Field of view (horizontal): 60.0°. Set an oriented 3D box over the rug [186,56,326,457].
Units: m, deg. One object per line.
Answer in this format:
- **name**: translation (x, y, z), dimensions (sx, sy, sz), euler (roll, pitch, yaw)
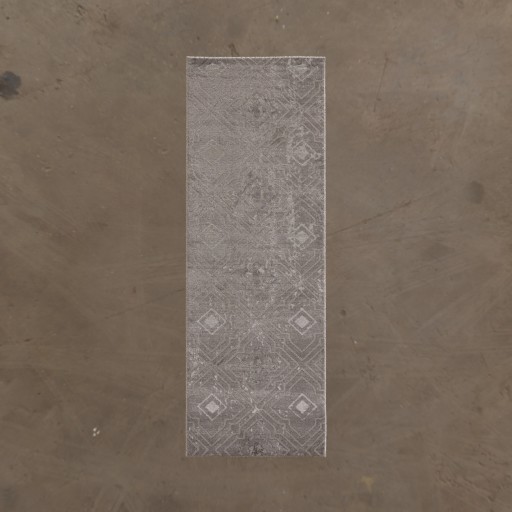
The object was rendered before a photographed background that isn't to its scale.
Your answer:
- **rug**: translation (0.000, 0.000, 2.639), dimensions (0.832, 0.035, 2.381), euler (0, 89, 0)
